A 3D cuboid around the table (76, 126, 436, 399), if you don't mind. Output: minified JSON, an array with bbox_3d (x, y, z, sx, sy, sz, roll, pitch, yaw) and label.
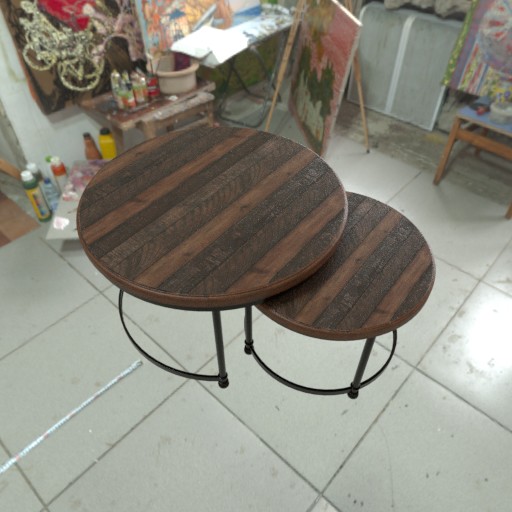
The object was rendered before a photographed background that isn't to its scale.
[{"bbox_3d":[0.000,0.000,1.608,1.152,0.516,0.870,9,47,9],"label":"table"}]
